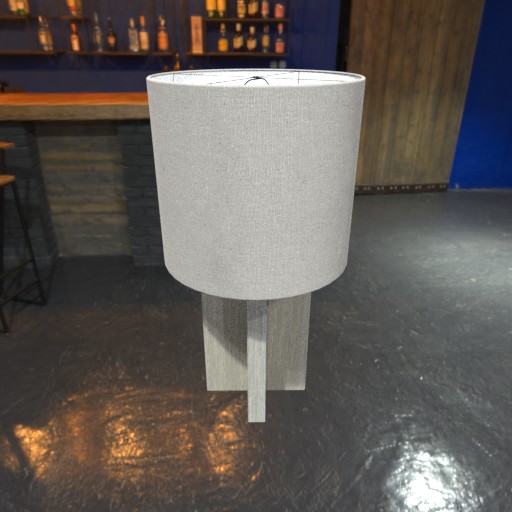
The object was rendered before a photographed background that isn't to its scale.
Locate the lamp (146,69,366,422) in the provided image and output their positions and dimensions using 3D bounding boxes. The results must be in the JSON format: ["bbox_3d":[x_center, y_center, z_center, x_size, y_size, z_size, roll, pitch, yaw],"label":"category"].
[{"bbox_3d":[0.000,0.000,0.566,0.229,0.428,0.229,0,26,-1],"label":"lamp"}]
